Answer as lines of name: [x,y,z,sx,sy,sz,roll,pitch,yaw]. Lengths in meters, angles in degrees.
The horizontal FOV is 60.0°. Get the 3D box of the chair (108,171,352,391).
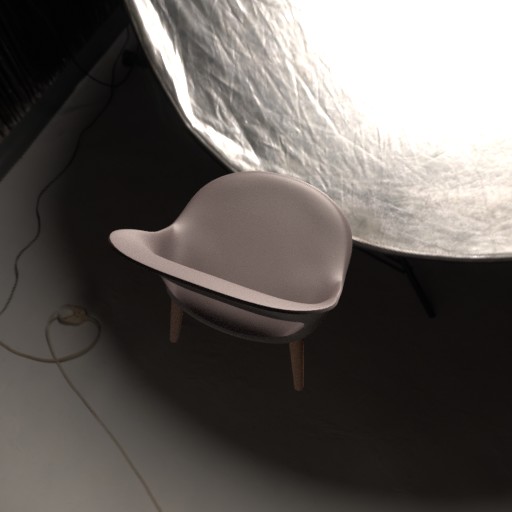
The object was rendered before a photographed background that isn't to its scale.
chair: [0.000,0.000,1.159,0.470,0.794,0.556,19,64,9]
